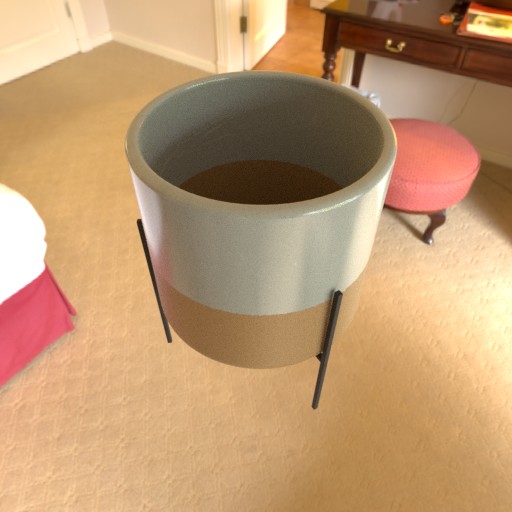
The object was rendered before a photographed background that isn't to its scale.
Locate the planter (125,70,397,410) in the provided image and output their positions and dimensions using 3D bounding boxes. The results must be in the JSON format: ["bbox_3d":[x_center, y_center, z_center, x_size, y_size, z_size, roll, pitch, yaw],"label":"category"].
[{"bbox_3d":[0.000,0.000,0.739,0.360,0.480,0.348,-3,46,-3],"label":"planter"}]
